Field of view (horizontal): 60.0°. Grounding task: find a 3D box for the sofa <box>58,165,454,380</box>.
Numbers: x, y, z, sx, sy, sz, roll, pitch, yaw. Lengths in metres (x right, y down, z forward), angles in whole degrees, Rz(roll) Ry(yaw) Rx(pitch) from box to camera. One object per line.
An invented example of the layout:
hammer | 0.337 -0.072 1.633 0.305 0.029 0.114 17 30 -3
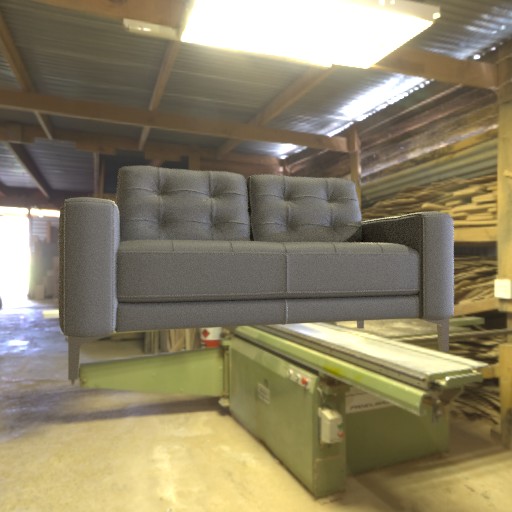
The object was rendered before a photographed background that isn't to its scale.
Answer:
sofa | 0.000 0.000 2.195 1.726 0.893 0.833 0 -1 -18
